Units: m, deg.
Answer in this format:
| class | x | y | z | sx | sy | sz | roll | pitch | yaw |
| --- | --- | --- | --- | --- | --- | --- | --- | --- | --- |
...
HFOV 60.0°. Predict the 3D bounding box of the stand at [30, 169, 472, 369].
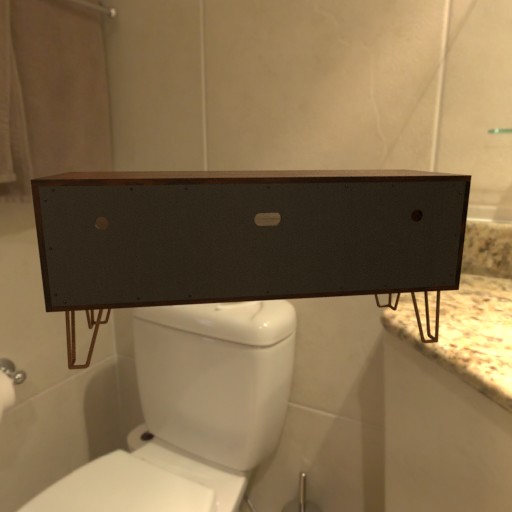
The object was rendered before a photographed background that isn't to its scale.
| class | x | y | z | sx | sy | sz | roll | pitch | yaw |
| --- | --- | --- | --- | --- | --- | --- | --- | --- | --- |
| stand | 0.000 | 0.000 | 1.662 | 1.372 | 0.610 | 0.481 | -2 | 14 | -9 |
